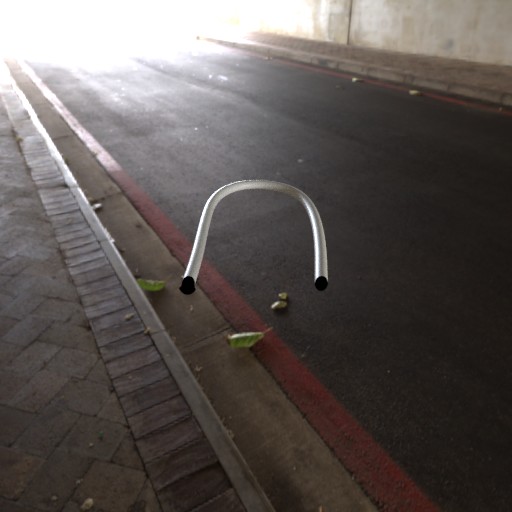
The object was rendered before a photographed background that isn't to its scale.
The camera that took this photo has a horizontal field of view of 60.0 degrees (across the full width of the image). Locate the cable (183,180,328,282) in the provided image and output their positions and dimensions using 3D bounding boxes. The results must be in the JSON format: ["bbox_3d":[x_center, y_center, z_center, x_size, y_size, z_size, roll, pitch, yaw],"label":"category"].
[{"bbox_3d":[0.000,0.000,0.110,0.041,0.005,0.098,1,31,2],"label":"cable"}]
